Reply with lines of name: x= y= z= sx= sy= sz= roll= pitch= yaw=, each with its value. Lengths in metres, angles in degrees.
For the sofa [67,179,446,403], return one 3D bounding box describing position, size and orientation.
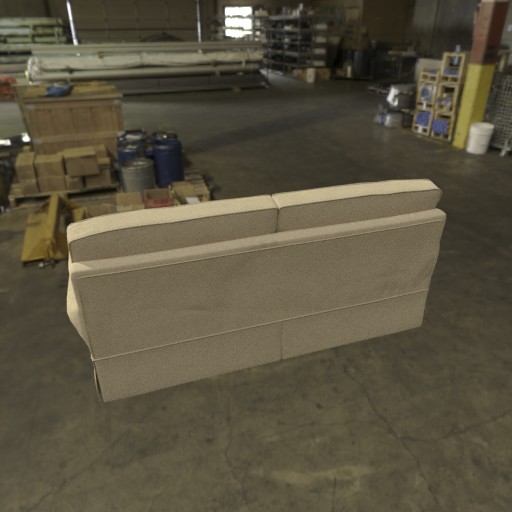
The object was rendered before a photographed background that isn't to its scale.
sofa: x=0.000 y=0.000 z=2.835 sx=2.246 sy=1.014 sz=0.900 roll=-9 pitch=29 yaw=-17
